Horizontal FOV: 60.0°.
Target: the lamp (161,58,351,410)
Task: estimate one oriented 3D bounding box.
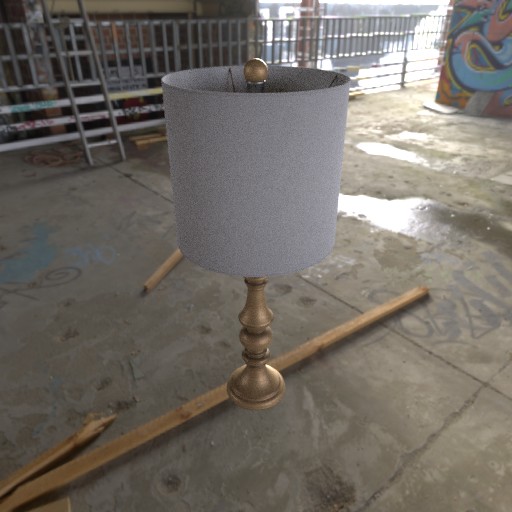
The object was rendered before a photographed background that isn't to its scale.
[{"bbox_3d":[0.000,0.000,0.730,0.250,0.597,0.250,-10,31,-17],"label":"lamp"}]
